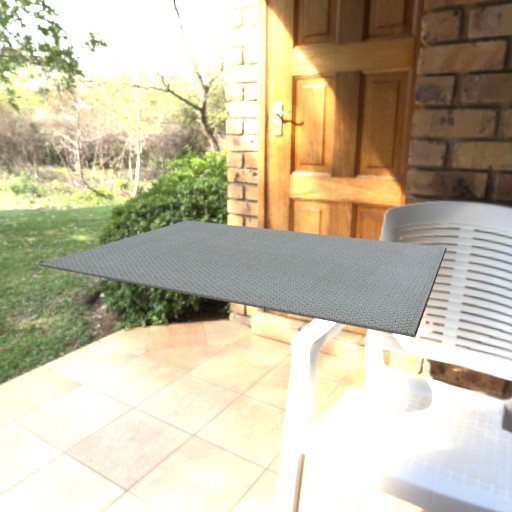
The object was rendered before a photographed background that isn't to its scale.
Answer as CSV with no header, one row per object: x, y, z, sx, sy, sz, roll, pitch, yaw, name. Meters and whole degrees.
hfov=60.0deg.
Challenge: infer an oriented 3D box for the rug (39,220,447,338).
0.000,0.000,2.832,2.144,0.013,1.509,8,17,26,rug
